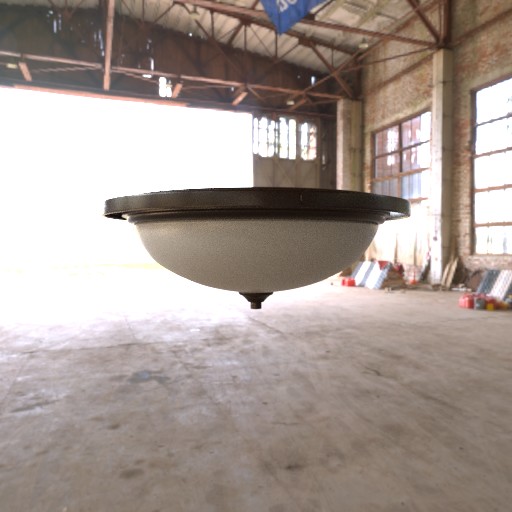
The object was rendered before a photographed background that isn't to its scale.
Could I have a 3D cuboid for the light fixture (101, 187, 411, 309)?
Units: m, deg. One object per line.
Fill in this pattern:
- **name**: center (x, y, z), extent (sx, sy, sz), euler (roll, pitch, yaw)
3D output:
- **light fixture**: center (0.000, 0.000, 0.548), extent (0.361, 0.130, 0.361), euler (0, 2, 0)
